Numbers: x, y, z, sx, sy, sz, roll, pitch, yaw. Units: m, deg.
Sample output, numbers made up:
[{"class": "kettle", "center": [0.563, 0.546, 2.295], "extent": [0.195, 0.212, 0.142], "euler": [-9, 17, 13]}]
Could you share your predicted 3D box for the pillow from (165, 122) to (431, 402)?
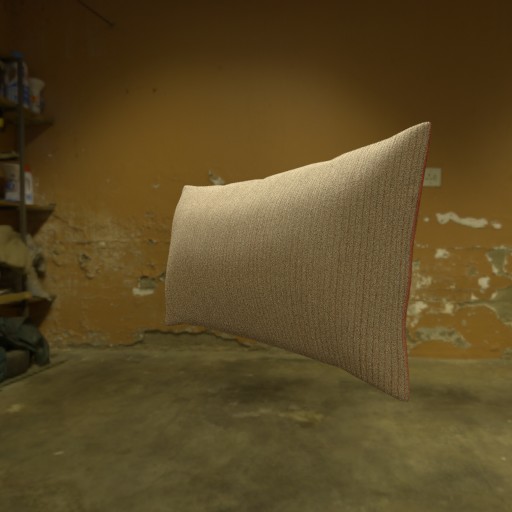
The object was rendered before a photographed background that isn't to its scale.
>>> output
[{"class": "pillow", "center": [0.000, 0.000, 0.727], "extent": [0.155, 0.307, 0.608], "euler": [0, 1, -36]}]
